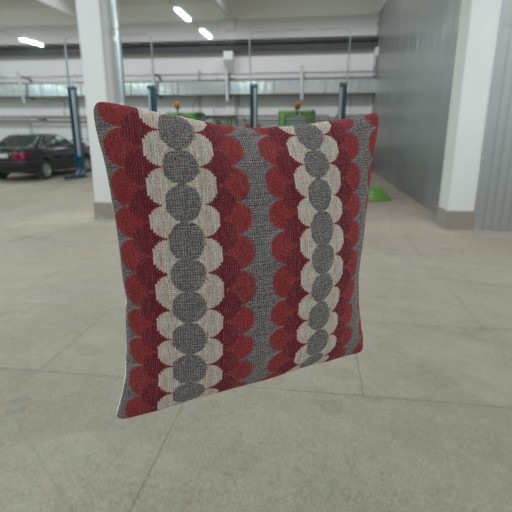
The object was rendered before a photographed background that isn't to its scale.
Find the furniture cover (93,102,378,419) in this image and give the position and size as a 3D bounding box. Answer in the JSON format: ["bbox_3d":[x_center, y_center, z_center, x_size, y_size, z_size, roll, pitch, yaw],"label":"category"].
[{"bbox_3d":[0.000,0.000,0.655,0.435,0.420,0.145,-8,18,-27],"label":"furniture cover"}]
